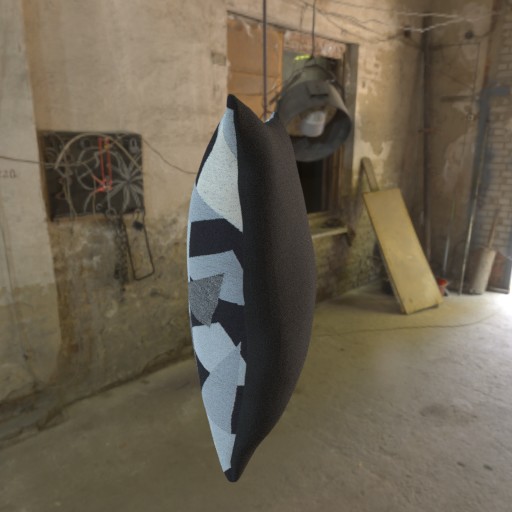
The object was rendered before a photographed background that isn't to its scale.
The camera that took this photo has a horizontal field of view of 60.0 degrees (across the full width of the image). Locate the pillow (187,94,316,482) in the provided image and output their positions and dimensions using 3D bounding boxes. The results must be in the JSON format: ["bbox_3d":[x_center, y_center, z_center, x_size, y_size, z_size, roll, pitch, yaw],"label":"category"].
[{"bbox_3d":[0.000,0.000,0.761,0.208,0.496,0.503,2,15,8],"label":"pillow"}]
